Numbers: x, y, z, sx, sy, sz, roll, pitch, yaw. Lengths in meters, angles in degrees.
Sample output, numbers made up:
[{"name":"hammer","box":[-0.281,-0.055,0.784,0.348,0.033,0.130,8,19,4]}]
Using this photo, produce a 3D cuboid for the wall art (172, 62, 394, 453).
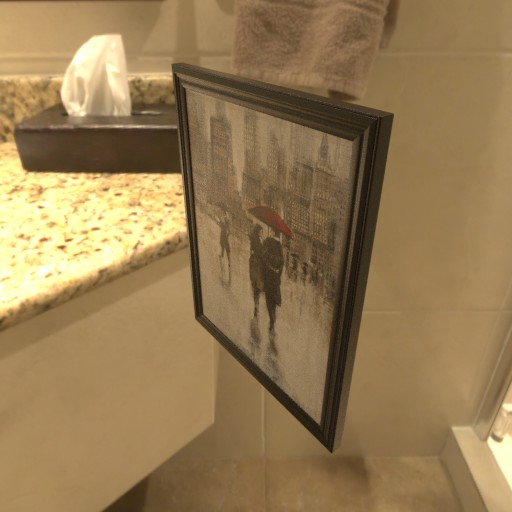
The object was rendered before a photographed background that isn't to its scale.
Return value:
[{"name":"wall art","box":[0.000,0.000,1.613,0.053,1.194,0.950,-22,38,-31]}]
